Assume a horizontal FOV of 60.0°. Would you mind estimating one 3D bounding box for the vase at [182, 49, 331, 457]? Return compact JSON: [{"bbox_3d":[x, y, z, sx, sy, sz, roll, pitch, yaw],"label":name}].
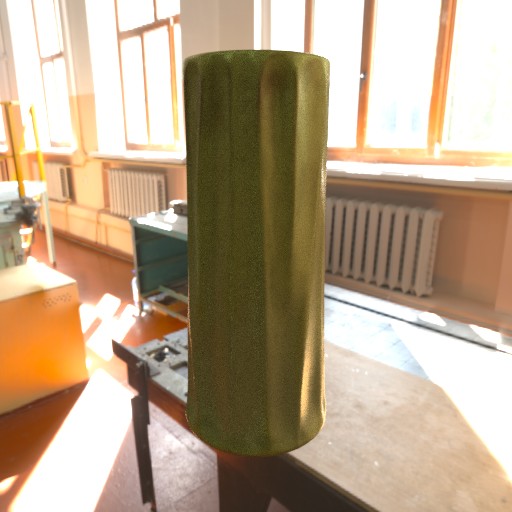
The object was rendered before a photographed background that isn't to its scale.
[{"bbox_3d":[0.000,0.000,0.176,0.061,0.143,0.061,0,16,0],"label":"vase"}]
